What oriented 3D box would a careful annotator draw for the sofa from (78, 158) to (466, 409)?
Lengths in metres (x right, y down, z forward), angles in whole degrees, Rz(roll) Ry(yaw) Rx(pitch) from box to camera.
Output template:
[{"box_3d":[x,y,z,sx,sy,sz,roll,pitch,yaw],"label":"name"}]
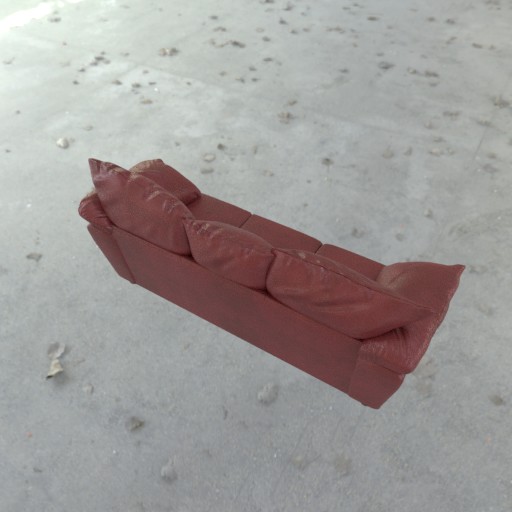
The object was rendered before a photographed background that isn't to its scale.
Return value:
[{"box_3d":[0.000,0.000,2.922,2.390,1.091,0.907,24,51,21],"label":"sofa"}]
